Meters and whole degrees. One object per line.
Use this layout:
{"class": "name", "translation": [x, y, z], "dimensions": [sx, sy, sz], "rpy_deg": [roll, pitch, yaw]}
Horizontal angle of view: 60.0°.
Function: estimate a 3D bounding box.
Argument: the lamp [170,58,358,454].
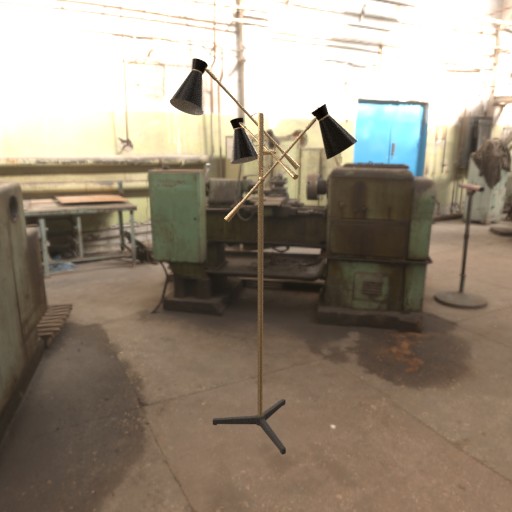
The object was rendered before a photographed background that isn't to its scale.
{"class": "lamp", "translation": [0.000, 0.000, 2.190], "dimensions": [0.750, 1.804, 0.653], "rpy_deg": [-7, 15, -26]}
